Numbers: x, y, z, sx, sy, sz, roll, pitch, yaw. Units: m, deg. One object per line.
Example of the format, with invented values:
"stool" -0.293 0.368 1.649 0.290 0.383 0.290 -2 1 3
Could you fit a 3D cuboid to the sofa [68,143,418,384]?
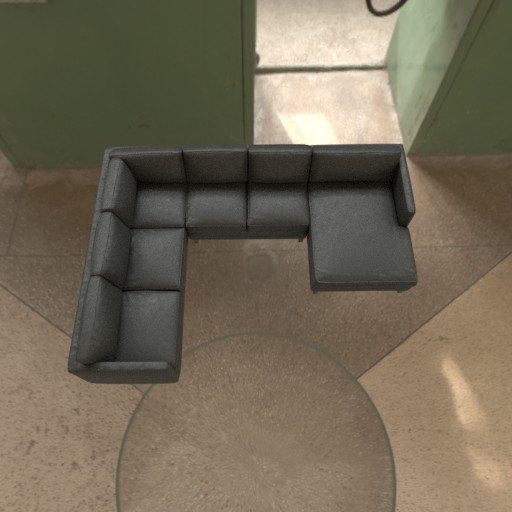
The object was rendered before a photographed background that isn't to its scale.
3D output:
"sofa" 0.000 0.000 4.776 3.460 0.923 2.593 -1 64 0
